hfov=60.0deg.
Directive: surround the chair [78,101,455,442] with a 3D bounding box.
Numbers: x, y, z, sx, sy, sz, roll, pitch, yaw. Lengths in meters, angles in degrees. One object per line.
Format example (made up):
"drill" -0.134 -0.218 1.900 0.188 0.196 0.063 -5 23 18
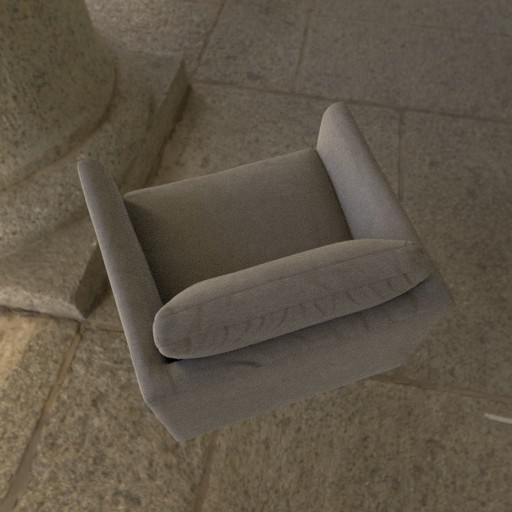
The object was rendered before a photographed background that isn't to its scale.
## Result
"chair" 0.000 0.000 1.837 1.190 0.845 1.091 -16 59 -10
